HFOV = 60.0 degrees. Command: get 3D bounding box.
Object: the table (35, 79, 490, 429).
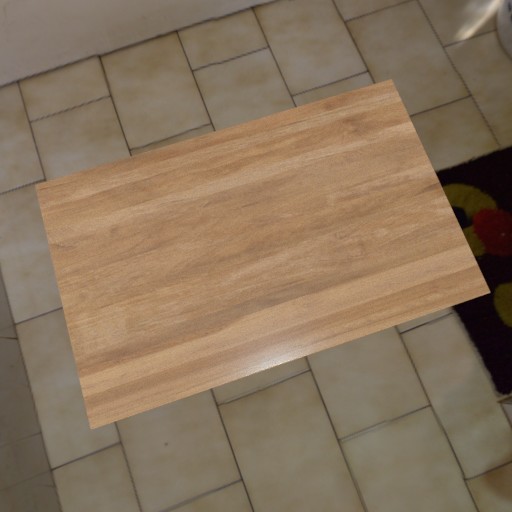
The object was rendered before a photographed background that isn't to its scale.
[{"bbox_3d":[0.000,0.000,1.442,1.100,0.441,0.692,-18,77,-4],"label":"table"}]
